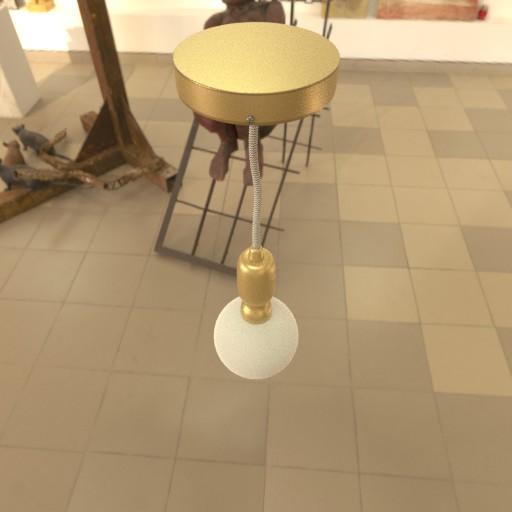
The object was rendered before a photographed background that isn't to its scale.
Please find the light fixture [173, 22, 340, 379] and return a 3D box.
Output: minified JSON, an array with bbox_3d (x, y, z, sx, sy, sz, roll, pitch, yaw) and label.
[{"bbox_3d":[0.000,0.000,0.567,0.147,0.510,0.146,3,47,3],"label":"light fixture"}]
